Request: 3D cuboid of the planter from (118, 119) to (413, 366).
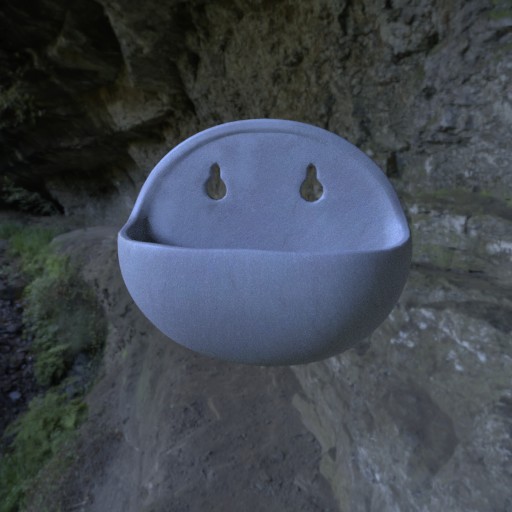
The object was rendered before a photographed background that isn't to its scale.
[{"bbox_3d":[0.000,0.000,0.271,0.190,0.164,0.073,2,14,9],"label":"planter"}]
